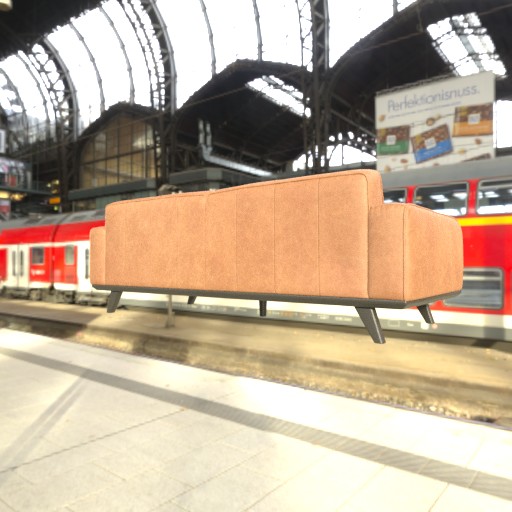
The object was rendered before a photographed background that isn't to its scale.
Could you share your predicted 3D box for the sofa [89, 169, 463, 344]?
[{"bbox_3d":[0.000,0.000,2.817,2.270,0.780,0.953,-1,-1,37],"label":"sofa"}]
